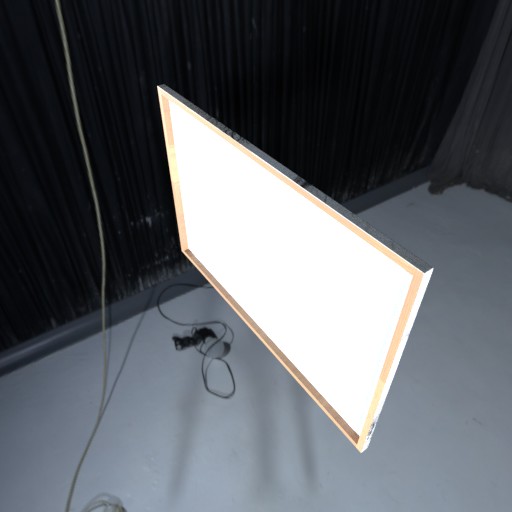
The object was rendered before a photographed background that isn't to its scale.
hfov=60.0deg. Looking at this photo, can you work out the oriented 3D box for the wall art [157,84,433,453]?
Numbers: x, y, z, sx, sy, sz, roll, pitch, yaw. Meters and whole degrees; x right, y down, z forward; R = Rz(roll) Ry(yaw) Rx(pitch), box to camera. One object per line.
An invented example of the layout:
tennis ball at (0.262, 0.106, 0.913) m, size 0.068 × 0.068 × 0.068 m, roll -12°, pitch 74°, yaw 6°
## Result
wall art at (0.000, 0.000, 1.156) m, size 0.023 × 0.607 × 0.914 m, roll -25°, pitch 48°, yaw -26°
